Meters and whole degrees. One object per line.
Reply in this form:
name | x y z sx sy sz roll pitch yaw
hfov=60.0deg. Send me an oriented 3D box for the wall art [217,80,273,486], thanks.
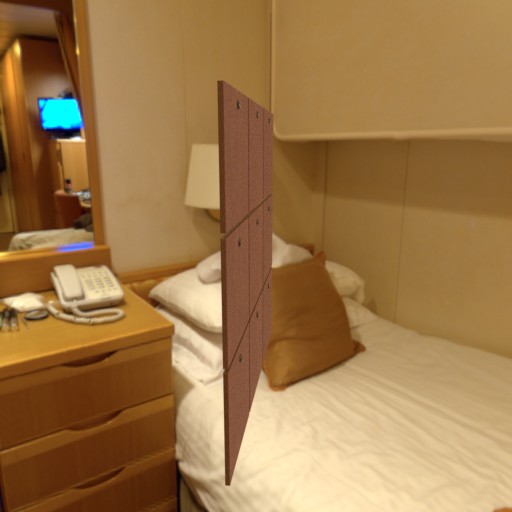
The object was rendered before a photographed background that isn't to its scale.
wall art | 0.000 0.000 1.393 0.018 0.913 0.915 2 14 8
